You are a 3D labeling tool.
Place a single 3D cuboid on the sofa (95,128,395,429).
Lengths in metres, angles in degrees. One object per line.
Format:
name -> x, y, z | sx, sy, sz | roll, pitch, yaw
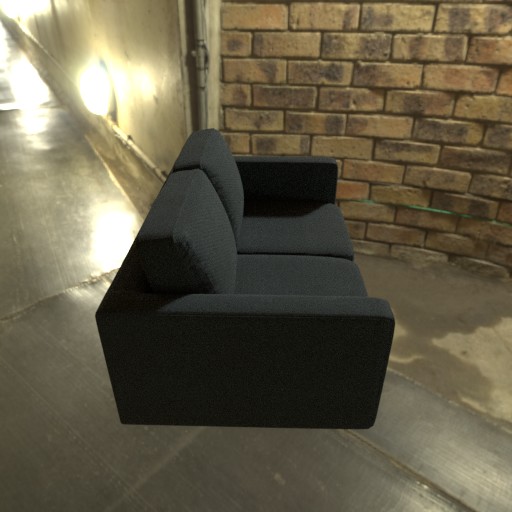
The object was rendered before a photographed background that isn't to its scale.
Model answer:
sofa -> 0.000, 0.000, 2.171 | 0.999, 0.930, 1.518 | 1, 32, 1
